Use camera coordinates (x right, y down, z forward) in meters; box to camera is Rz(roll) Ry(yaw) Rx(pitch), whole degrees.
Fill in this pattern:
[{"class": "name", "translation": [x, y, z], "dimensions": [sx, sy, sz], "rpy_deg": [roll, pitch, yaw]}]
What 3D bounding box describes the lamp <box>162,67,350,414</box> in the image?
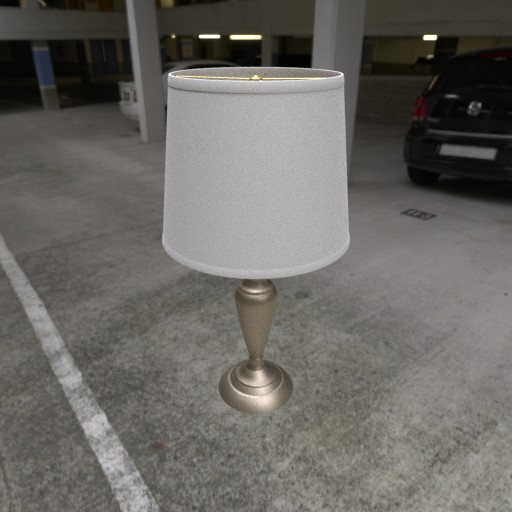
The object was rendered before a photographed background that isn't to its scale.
[{"class": "lamp", "translation": [0.000, 0.000, 0.809], "dimensions": [0.328, 0.619, 0.328], "rpy_deg": [0, 27, 0]}]
